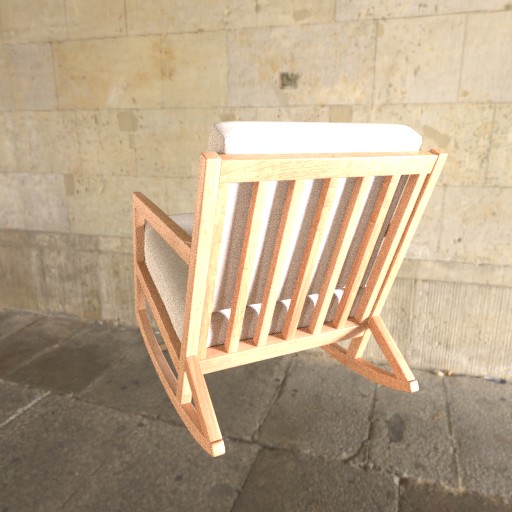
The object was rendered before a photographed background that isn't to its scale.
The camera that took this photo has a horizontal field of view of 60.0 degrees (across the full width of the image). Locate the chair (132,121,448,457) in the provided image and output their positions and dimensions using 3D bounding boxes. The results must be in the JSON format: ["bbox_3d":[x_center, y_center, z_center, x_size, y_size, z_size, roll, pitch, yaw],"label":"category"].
[{"bbox_3d":[0.000,0.000,1.400,0.622,0.790,0.857,-7,17,-25],"label":"chair"}]
